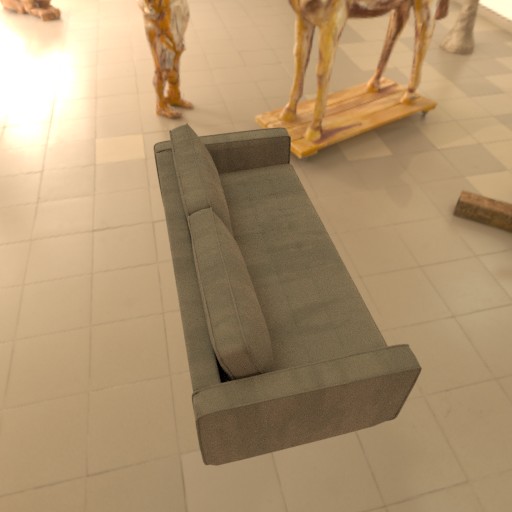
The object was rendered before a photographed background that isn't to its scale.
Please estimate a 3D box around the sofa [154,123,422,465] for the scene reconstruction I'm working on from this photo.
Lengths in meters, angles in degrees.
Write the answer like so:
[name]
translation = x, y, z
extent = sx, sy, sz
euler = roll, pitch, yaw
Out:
[sofa]
translation = 0.000, 0.000, 2.446
extent = 0.924, 0.825, 1.920
euler = -10, 46, -10
